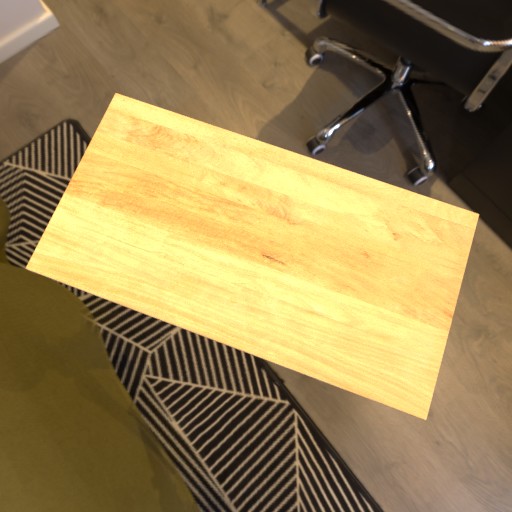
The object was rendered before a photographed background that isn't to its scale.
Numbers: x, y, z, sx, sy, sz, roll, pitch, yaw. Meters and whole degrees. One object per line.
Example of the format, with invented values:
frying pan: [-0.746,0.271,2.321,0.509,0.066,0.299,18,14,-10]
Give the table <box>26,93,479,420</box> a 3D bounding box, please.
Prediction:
table: [0.000,0.000,1.664,1.348,0.400,0.699,20,76,5]
